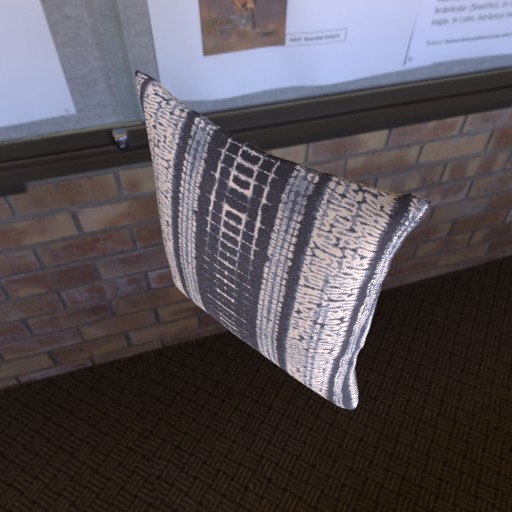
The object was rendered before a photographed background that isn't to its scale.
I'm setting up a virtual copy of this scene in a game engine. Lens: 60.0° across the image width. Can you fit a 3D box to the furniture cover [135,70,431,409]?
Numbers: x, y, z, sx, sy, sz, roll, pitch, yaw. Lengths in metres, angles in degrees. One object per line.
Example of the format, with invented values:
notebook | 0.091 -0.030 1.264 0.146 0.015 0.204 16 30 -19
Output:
furniture cover | 0.000 0.000 0.656 0.425 0.435 0.133 32 55 26
